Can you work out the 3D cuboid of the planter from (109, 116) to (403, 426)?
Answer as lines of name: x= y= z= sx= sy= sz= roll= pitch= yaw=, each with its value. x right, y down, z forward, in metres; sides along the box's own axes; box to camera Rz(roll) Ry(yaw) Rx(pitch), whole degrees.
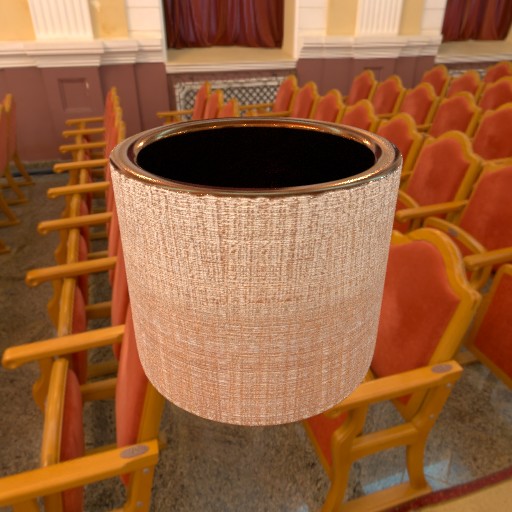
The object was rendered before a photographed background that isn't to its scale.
planter: x=0.000 y=0.000 z=0.310 sx=0.177 sy=0.157 sz=0.177 roll=0 pitch=29 yaw=0
